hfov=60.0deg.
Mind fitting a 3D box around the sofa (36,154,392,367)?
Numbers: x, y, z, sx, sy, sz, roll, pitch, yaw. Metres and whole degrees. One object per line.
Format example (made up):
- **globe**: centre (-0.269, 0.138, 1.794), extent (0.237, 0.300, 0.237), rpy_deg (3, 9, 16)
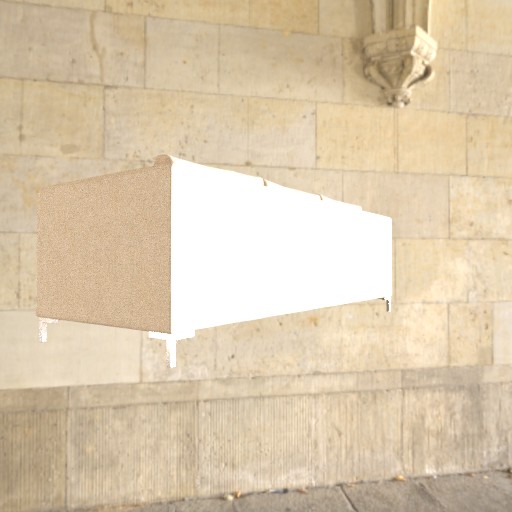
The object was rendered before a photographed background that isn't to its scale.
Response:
- **sofa**: centre (0.000, 0.000, 2.882), extent (0.969, 0.867, 2.415), rpy_deg (-1, -1, 36)
